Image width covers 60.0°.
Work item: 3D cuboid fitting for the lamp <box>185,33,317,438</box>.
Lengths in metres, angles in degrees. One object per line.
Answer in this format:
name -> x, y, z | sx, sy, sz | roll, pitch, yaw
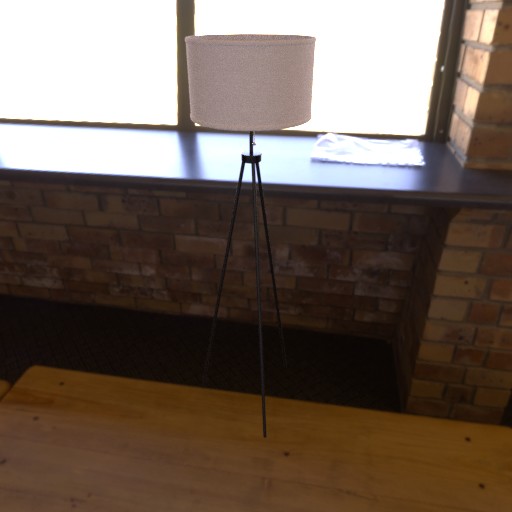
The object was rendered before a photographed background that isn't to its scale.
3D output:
lamp -> 0.000, 0.000, 1.742 | 0.448, 1.545, 0.458 | -11, 31, -19
